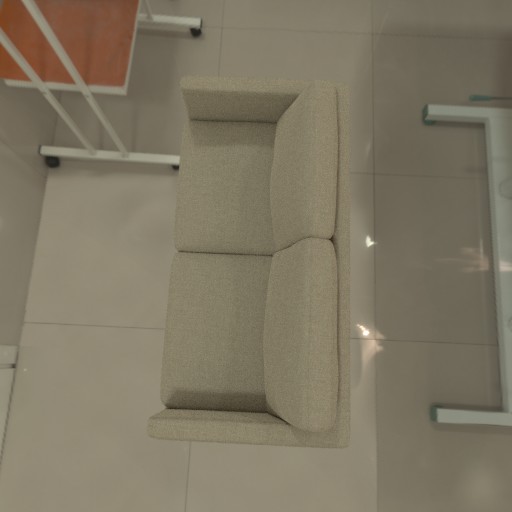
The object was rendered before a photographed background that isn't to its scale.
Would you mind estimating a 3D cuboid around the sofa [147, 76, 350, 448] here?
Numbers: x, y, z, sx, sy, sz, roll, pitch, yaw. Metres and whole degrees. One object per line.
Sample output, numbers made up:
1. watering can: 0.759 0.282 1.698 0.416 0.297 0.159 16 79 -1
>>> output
1. sofa: 0.000 0.000 2.471 0.951 0.947 1.884 3 77 1
